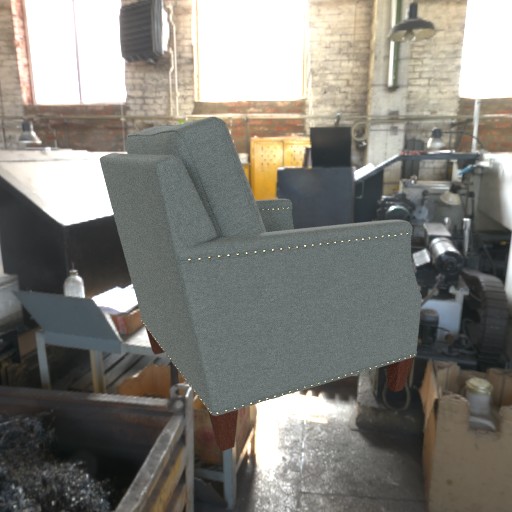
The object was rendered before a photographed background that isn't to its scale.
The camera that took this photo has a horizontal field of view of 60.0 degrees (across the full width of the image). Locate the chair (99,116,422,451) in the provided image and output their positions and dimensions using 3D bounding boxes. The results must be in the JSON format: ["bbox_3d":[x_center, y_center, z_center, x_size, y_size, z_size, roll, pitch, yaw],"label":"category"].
[{"bbox_3d":[0.000,0.000,1.803,1.031,1.031,0.885,-7,15,-27],"label":"chair"}]
